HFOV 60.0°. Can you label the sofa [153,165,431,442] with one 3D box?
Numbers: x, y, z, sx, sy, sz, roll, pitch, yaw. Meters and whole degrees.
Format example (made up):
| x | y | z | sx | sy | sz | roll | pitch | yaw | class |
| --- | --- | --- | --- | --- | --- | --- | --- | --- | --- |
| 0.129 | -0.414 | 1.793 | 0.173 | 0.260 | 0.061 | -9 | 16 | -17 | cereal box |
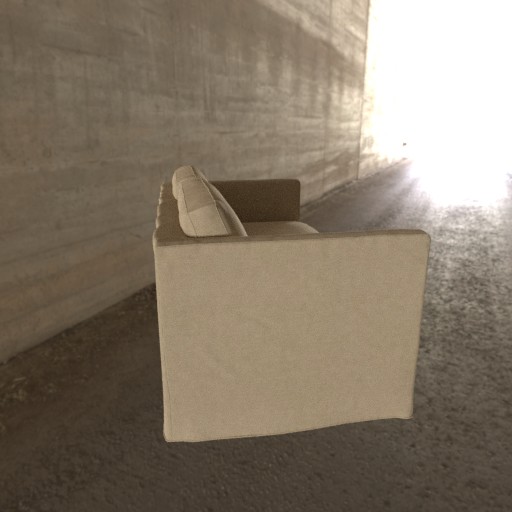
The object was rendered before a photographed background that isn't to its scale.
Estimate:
| x | y | z | sx | sy | sz | roll | pitch | yaw | class |
| --- | --- | --- | --- | --- | --- | --- | --- | --- | --- |
| 0.000 | 0.000 | 2.287 | 0.962 | 0.835 | 1.719 | -3 | 16 | -10 | sofa |
